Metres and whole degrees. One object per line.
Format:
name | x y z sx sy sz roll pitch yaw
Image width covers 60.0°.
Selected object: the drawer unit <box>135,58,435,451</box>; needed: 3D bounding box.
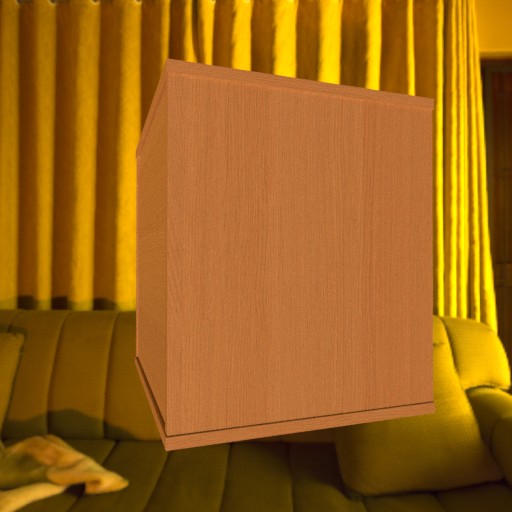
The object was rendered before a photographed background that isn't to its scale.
drawer unit | 0.000 0.000 0.600 0.290 0.344 0.349 0 -1 -20
